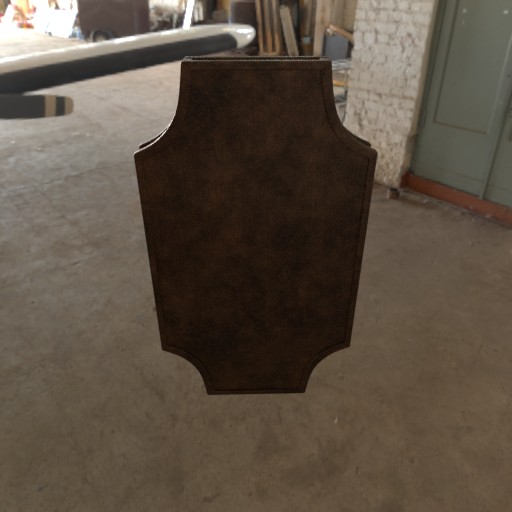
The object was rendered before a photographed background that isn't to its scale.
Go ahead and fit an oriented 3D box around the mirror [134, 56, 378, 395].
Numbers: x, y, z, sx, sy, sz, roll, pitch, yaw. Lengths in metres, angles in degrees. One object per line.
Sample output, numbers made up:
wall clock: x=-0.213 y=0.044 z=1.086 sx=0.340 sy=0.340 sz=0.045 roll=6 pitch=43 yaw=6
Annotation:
mirror: x=0.000 y=0.000 z=0.990 sx=0.462 sy=0.811 sz=0.066 roll=-1 pitch=31 yaw=-1
